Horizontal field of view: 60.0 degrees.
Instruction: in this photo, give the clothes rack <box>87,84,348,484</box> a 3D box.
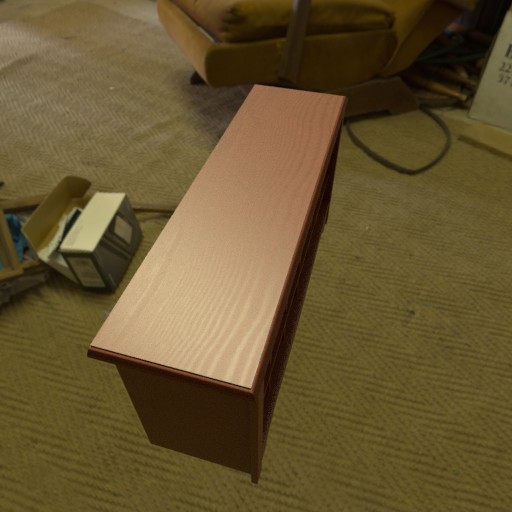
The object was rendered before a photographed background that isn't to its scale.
[{"bbox_3d":[0.000,0.000,1.494,0.362,0.594,1.251,12,48,11],"label":"clothes rack"}]
